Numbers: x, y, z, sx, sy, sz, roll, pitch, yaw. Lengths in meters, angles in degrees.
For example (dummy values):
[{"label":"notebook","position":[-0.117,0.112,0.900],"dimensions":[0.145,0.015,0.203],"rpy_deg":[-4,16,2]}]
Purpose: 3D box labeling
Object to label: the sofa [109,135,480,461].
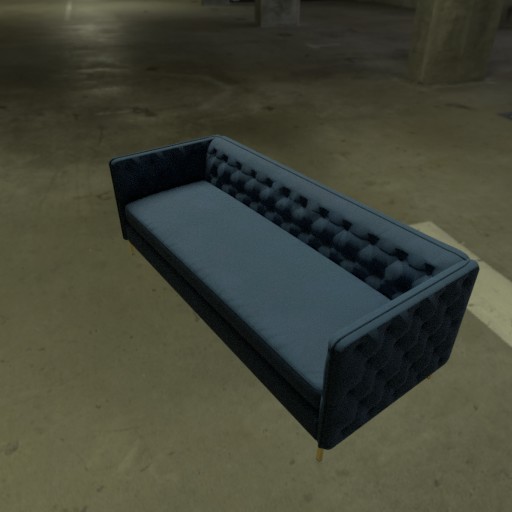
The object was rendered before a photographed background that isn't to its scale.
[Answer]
[{"label":"sofa","position":[0.000,0.000,2.653],"dimensions":[0.895,0.771,2.209],"rpy_deg":[-22,40,-29]}]
